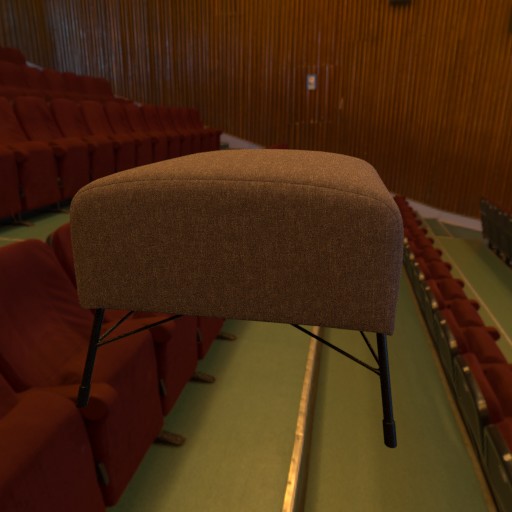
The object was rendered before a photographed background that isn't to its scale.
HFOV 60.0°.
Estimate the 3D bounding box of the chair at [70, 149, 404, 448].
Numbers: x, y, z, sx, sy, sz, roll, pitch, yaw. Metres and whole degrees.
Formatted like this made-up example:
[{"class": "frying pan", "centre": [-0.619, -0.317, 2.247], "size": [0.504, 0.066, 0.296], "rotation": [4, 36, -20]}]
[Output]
[{"class": "chair", "centre": [0.000, 0.000, 0.895], "size": [0.530, 0.410, 0.530], "rotation": [3, 17, 10]}]
